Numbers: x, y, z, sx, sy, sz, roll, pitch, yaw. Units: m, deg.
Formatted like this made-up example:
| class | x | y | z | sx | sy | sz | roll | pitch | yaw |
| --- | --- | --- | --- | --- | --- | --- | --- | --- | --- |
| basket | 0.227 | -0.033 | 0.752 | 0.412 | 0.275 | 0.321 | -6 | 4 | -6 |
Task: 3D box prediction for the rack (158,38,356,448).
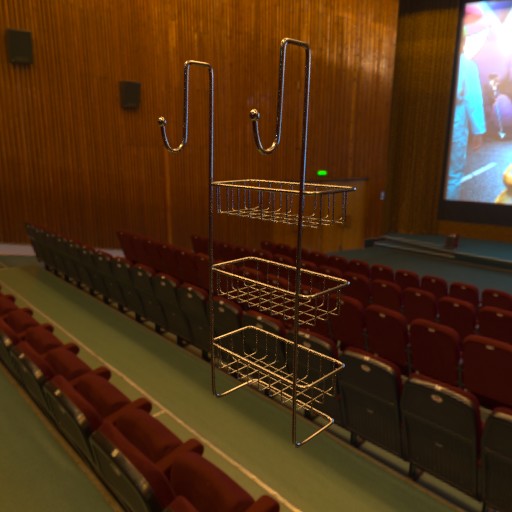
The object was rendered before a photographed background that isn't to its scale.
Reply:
| class | x | y | z | sx | sy | sz | roll | pitch | yaw |
| --- | --- | --- | --- | --- | --- | --- | --- | --- | --- |
| rack | 0.000 | 0.000 | 0.682 | 0.202 | 0.574 | 0.228 | -13 | 19 | -42 |
